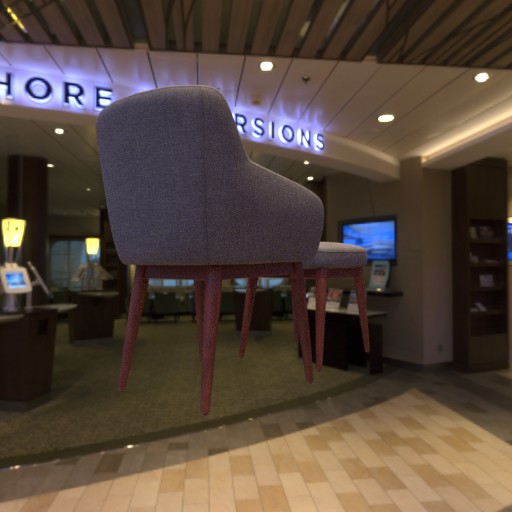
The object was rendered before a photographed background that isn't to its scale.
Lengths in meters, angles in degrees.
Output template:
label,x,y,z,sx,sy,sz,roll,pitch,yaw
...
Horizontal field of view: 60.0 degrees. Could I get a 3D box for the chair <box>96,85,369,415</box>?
label,x,y,z,sx,sy,sz,roll,pitch,yaw
chair,0.000,0.000,1.542,0.584,0.799,1.107,-1,-1,37
